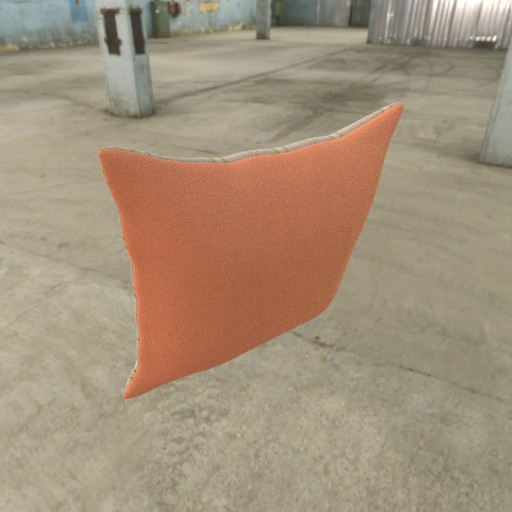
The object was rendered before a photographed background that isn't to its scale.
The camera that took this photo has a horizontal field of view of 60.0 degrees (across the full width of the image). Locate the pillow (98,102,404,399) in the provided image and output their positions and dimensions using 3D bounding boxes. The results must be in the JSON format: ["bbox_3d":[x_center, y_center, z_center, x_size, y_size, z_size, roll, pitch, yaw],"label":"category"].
[{"bbox_3d":[0.000,0.000,0.683,0.453,0.430,0.200,-19,34,-31],"label":"pillow"}]
